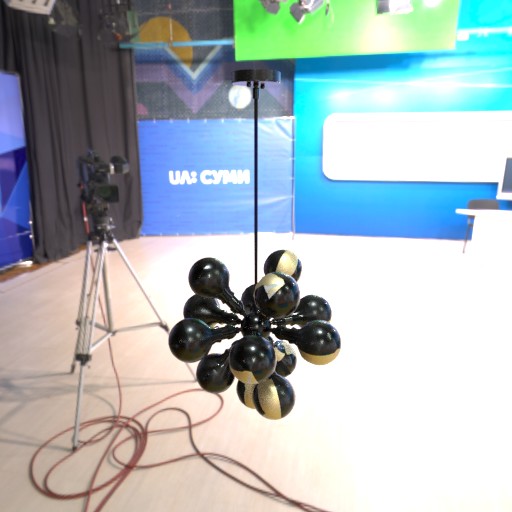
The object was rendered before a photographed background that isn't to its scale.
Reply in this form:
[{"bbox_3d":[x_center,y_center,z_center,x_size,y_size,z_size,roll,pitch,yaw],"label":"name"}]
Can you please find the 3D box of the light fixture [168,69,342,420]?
[{"bbox_3d":[0.000,0.000,1.114,0.468,0.859,0.420,-8,17,-27],"label":"light fixture"}]
